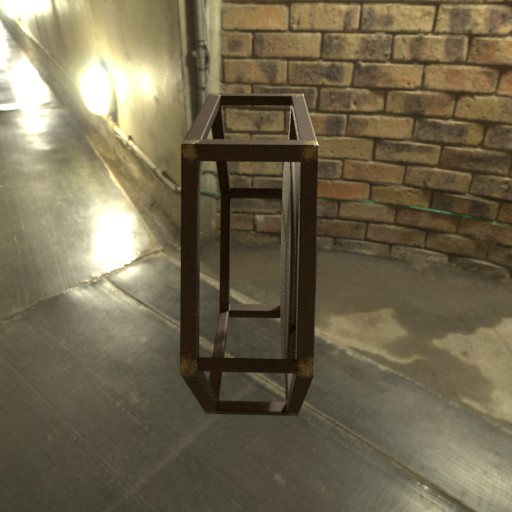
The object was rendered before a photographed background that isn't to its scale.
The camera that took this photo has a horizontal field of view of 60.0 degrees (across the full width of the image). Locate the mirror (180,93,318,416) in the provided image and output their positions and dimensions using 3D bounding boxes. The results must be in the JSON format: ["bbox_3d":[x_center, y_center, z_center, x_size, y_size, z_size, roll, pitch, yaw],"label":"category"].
[{"bbox_3d":[0.000,0.000,0.533,0.119,0.334,0.380,1,32,1],"label":"mirror"}]
